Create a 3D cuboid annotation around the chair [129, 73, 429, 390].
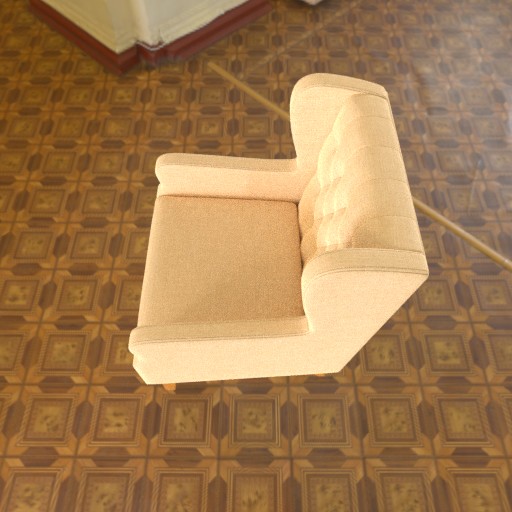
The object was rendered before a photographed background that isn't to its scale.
[{"bbox_3d":[0.000,0.000,1.474,0.760,0.930,0.710,0,59,0],"label":"chair"}]
